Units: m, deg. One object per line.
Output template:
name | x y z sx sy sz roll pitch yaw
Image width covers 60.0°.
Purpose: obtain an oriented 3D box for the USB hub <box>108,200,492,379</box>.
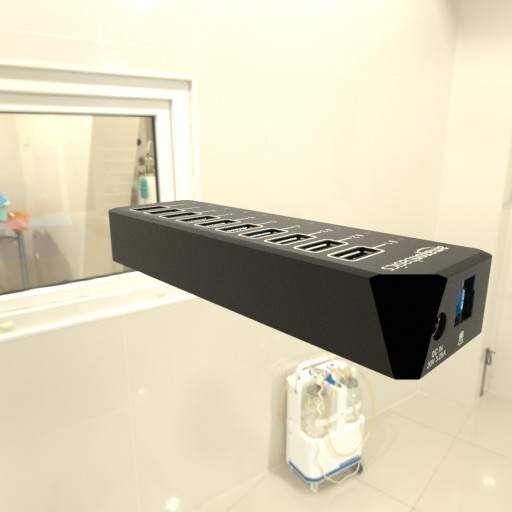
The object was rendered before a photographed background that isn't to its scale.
USB hub | 0.000 0.000 0.159 0.044 0.023 0.145 -14 20 -42
